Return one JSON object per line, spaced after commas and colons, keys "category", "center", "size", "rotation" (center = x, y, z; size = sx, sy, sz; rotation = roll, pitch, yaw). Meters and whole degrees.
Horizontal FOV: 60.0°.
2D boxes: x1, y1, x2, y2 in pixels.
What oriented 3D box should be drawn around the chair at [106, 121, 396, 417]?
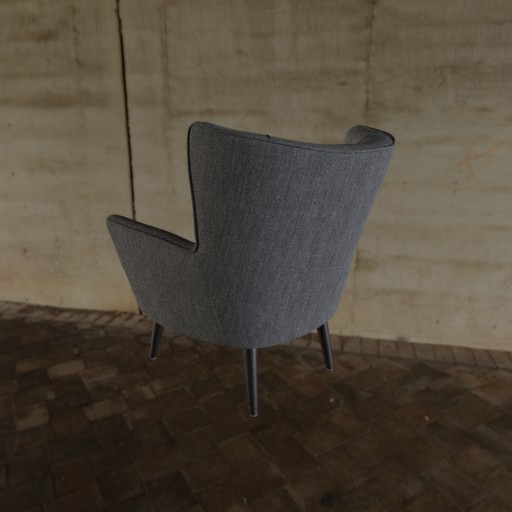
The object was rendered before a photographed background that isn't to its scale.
{"category": "chair", "center": [0.000, 0.000, 1.635], "size": [0.781, 0.933, 0.888], "rotation": [-15, 21, -42]}
